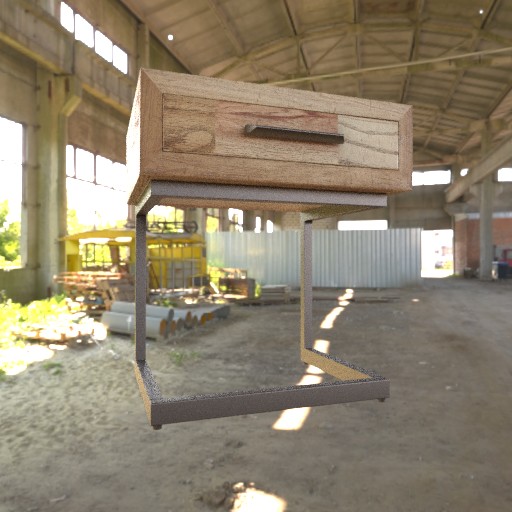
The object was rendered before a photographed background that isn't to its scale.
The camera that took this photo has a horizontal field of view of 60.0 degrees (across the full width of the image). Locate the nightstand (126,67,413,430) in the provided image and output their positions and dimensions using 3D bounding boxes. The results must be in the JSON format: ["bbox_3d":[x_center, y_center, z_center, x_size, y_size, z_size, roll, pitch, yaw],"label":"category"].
[{"bbox_3d":[0.000,0.000,1.029,0.558,0.632,0.481,0,-1,-19],"label":"nightstand"}]
